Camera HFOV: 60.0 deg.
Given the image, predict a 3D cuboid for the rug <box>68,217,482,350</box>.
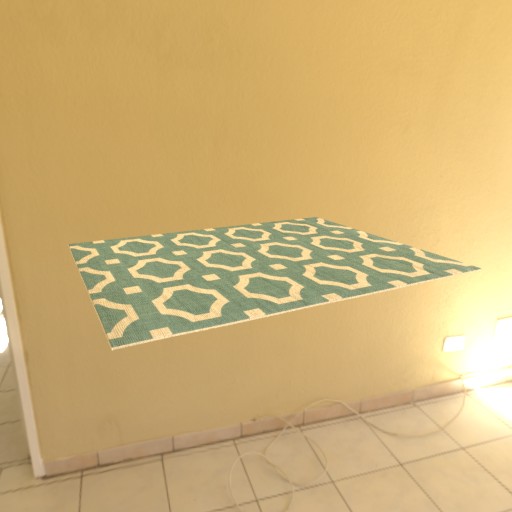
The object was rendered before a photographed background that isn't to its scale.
[{"bbox_3d":[0.000,0.000,4.139,3.049,0.021,2.466,-8,18,-26],"label":"rug"}]
